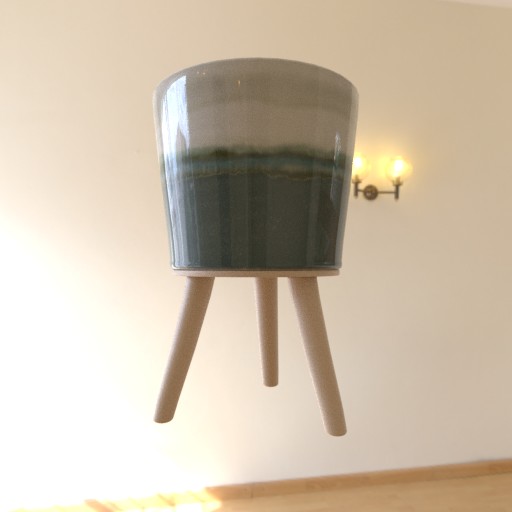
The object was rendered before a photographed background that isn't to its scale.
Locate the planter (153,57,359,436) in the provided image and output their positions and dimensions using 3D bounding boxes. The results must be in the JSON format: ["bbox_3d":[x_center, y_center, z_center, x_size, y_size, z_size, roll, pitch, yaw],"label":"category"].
[{"bbox_3d":[0.000,0.000,0.474,0.217,0.331,0.217,1,-1,-36],"label":"planter"}]
